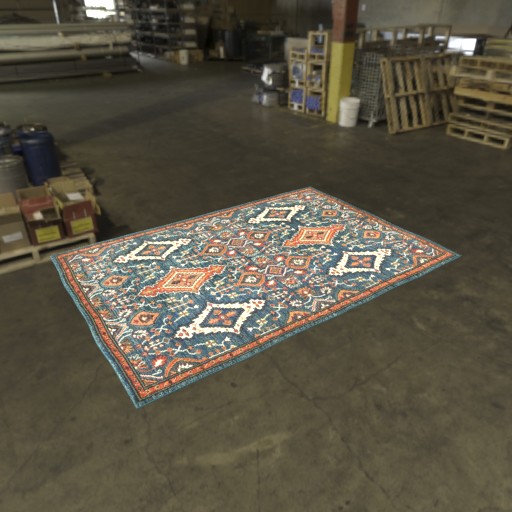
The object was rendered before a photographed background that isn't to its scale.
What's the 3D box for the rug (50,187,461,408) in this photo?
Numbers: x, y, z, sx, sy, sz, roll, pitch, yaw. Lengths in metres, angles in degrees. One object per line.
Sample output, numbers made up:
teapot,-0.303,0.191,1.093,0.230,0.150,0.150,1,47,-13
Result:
rug,0.000,0.000,3.059,2.373,0.009,1.622,-19,35,-29
